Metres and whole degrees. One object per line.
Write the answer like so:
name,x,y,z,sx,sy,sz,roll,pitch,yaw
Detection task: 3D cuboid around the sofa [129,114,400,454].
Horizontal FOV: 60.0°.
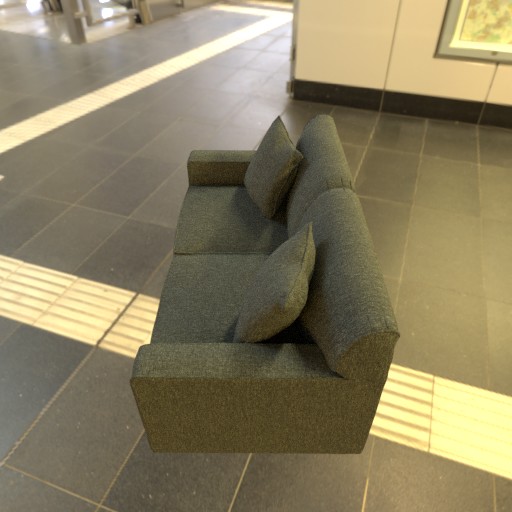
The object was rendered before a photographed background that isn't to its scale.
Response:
sofa,0.000,0.000,2.426,0.998,0.958,1.846,0,40,0
